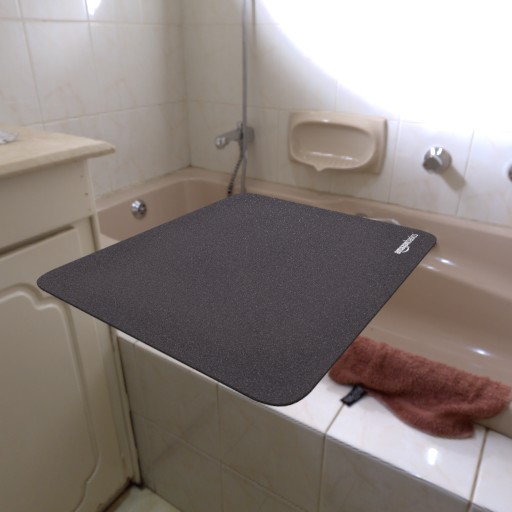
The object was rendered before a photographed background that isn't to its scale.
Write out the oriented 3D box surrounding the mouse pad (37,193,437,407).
[{"bbox_3d":[0.000,0.000,0.432,0.269,0.002,0.315,17,31,31],"label":"mouse pad"}]
